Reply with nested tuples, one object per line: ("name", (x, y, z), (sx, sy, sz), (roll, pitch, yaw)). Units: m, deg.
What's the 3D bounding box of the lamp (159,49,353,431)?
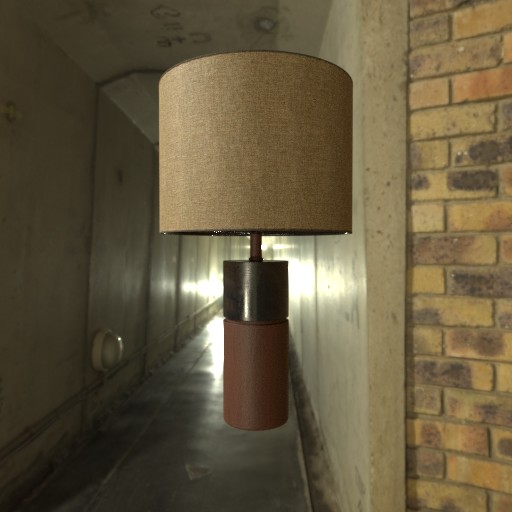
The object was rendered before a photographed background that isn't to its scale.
("lamp", (0.000, 0.000, 0.475), (0.202, 0.350, 0.202), (0, 1, 0))
